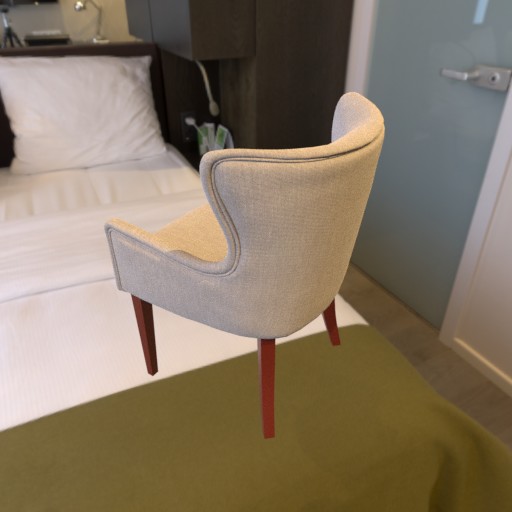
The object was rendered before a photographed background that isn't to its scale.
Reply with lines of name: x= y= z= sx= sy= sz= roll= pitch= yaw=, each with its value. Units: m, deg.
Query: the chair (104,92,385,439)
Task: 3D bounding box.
chair: x=0.000 y=0.000 z=1.448 sx=0.677 sy=0.948 sz=0.732 roll=19 pitch=36 yaw=28
